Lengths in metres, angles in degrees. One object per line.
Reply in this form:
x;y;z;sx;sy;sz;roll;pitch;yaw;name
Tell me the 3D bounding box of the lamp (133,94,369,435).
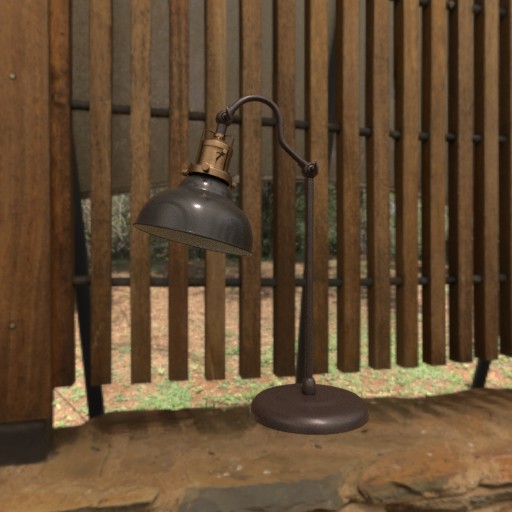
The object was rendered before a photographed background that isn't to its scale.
0.000;0.000;0.695;0.374;0.508;0.192;0;-1;-19;lamp
